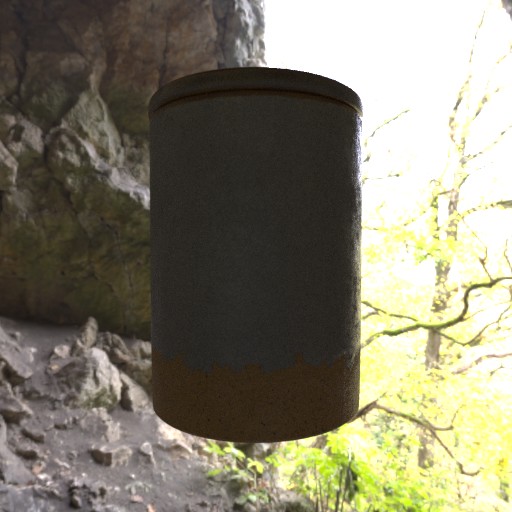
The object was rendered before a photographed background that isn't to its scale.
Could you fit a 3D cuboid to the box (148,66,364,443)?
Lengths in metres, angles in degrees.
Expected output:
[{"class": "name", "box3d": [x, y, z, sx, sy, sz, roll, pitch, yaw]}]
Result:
[{"class": "box", "box3d": [0.000, 0.000, 0.250, 0.118, 0.168, 0.118, 0, 1, 0]}]
